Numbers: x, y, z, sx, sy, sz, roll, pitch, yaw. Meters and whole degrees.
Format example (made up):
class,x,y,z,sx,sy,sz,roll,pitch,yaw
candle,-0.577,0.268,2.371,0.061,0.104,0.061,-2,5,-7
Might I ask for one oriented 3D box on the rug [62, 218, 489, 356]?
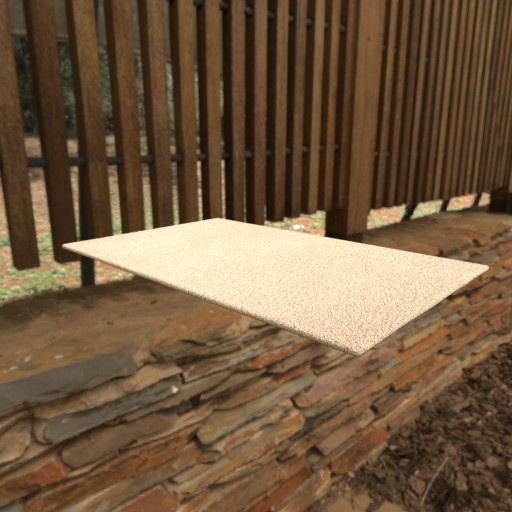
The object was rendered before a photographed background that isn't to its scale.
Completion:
class,x,y,z,sx,sy,sz,roll,pitch,yaw
rug,0.000,0.000,2.941,2.438,0.030,1.524,13,20,41
